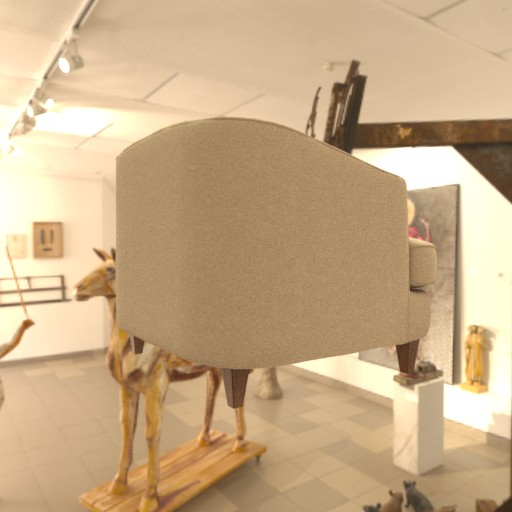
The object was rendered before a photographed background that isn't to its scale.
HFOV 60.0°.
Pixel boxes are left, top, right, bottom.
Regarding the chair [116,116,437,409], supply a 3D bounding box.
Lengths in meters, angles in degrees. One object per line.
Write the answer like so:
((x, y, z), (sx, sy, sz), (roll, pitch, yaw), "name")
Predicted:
((0.000, 0.000, 1.806), (0.941, 0.852, 1.104), (-1, 2, -36), "chair")
